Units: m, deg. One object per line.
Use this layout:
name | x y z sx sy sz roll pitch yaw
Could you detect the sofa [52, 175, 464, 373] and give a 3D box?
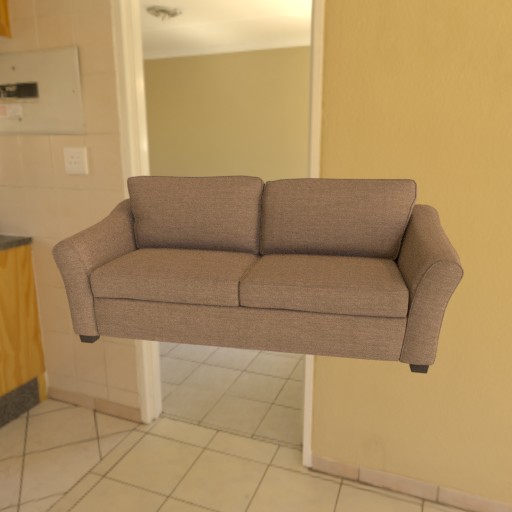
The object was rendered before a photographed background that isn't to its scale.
sofa | 0.000 0.000 2.789 2.270 0.965 0.980 3 14 11
